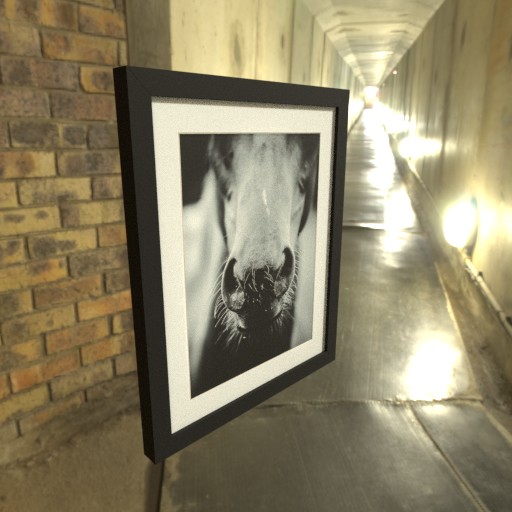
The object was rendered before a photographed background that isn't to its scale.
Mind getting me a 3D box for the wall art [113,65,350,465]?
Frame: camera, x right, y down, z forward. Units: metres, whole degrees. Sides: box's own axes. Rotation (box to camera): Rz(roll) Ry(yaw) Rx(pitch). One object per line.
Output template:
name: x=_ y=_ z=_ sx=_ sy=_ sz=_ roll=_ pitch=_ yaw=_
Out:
wall art: x=0.000 y=0.000 z=0.758 sx=0.457 sy=0.559 sz=0.033 roll=-15 pitch=22 yaw=-42
